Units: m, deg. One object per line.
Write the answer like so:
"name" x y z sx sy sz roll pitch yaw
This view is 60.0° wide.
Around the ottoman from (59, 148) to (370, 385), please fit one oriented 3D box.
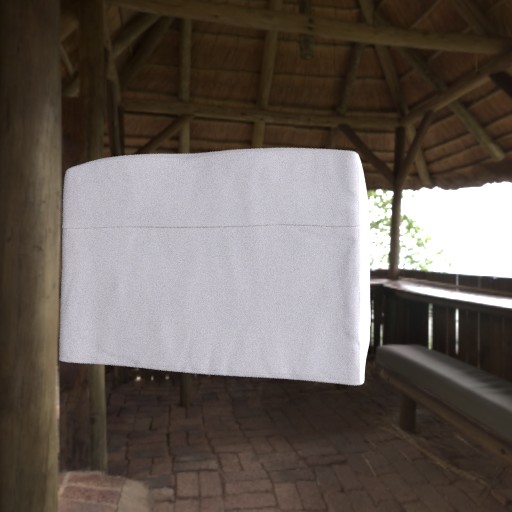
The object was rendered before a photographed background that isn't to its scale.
"ottoman" 0.000 0.000 1.182 0.590 0.444 0.872 0 0 15
